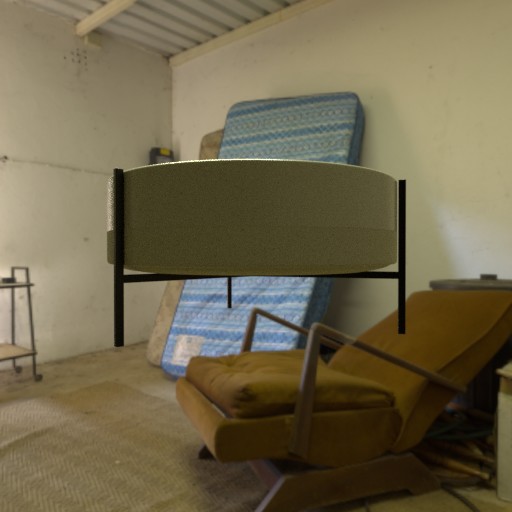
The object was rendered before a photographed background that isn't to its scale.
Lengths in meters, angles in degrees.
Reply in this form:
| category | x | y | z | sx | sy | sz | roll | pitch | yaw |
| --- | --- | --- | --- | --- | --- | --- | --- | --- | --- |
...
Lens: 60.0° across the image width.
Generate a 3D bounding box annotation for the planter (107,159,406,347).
| category | x | y | z | sx | sy | sz | roll | pitch | yaw |
| --- | --- | --- | --- | --- | --- | --- | --- | --- | --- |
| planter | 0.000 | 0.000 | 0.538 | 0.345 | 0.171 | 0.336 | 0 | 1 | 17 |
